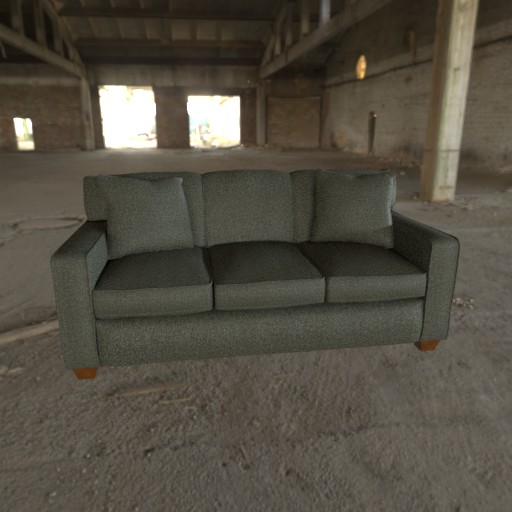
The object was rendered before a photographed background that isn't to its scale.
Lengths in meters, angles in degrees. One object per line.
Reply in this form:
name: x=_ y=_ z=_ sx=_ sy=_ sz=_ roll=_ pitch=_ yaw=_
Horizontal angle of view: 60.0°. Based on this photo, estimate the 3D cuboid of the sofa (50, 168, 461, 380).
sofa: x=0.000 y=0.000 z=2.597 sx=2.024 sy=0.958 sz=0.997 roll=-3 pitch=17 yaw=-9
